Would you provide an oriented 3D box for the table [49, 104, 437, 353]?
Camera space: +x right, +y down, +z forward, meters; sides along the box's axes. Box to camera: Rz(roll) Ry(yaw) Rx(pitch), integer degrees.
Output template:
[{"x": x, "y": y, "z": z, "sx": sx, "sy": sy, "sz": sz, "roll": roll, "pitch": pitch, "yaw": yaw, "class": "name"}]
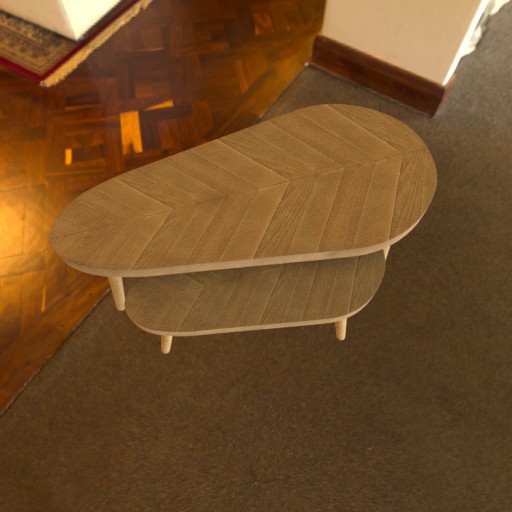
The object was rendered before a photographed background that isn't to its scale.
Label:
[{"x": 0.000, "y": 0.000, "z": 1.577, "sx": 1.190, "sy": 0.595, "sz": 0.701, "roll": -15, "pitch": 64, "yaw": -7, "class": "table"}]
